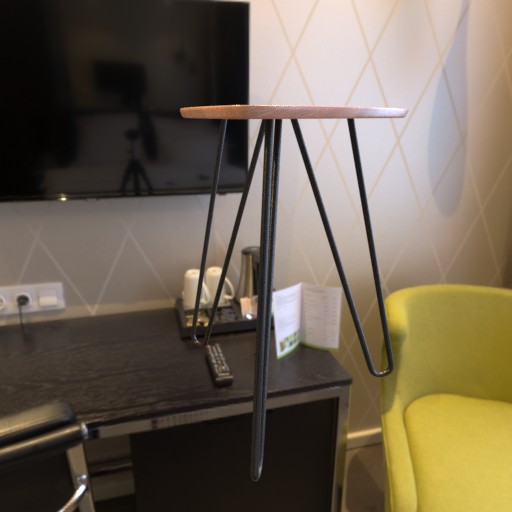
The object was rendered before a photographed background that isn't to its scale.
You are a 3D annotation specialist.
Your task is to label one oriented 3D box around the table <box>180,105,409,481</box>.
[{"bbox_3d":[0.000,0.000,0.893,0.455,0.564,0.442,17,24,42],"label":"table"}]
